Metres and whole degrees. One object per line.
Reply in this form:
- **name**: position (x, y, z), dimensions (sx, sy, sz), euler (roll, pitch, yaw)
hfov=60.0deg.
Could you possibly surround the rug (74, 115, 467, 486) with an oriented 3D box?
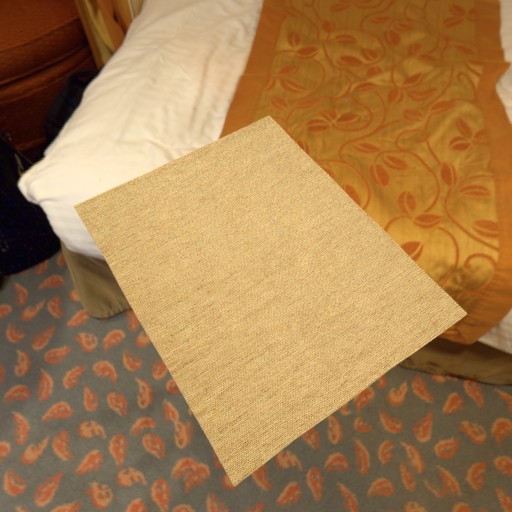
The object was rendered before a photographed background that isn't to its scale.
- **rug**: position (0.000, 0.000, 4.169), dimensions (2.406, 0.012, 3.034), euler (-30, 63, -17)
